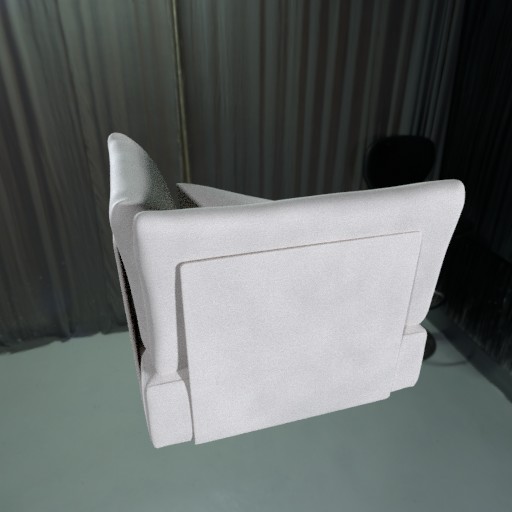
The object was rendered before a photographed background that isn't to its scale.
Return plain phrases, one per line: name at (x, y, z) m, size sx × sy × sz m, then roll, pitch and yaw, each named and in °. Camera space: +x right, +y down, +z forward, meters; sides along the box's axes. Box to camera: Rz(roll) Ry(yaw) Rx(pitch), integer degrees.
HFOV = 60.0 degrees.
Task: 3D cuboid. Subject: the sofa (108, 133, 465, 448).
sofa at (0.000, 0.000, 1.729) m, size 1.000 × 0.820 × 1.000 m, roll -8°, pitch 29°, yaw -15°
